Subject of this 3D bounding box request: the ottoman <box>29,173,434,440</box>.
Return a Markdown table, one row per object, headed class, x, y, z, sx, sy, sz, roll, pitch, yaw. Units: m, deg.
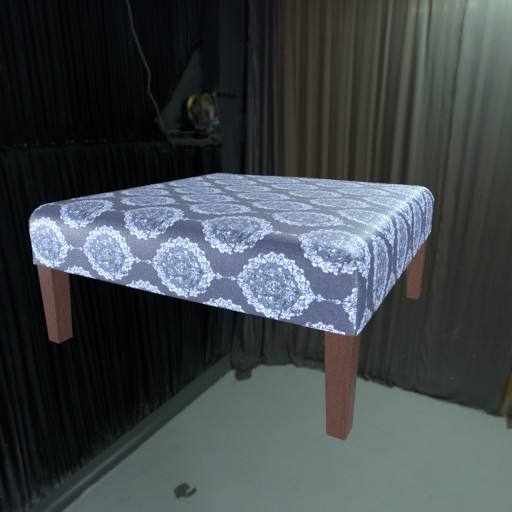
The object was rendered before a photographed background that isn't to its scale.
| class | x | y | z | sx | sy | sz | roll | pitch | yaw |
| --- | --- | --- | --- | --- | --- | --- | --- | --- | --- |
| ottoman | 0.000 | 0.000 | 1.365 | 0.890 | 0.409 | 0.889 | 9 | 19 | 27 |
